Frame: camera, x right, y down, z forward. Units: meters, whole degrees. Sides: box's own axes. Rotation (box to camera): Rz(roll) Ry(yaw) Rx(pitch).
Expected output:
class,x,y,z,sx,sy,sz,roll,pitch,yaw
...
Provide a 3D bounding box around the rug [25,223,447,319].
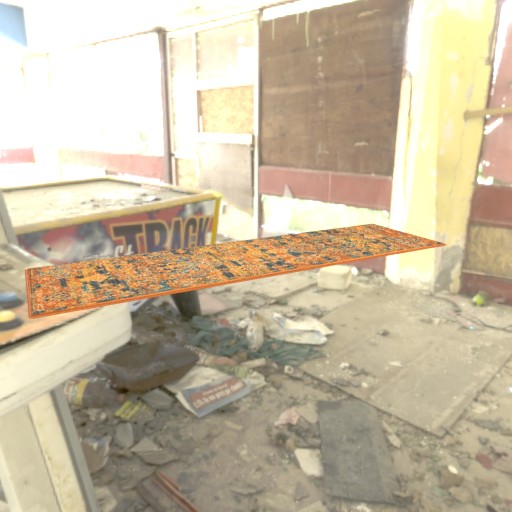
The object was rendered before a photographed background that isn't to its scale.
class,x,y,z,sx,sy,sz,roll,pitch,yaw
rug,0.000,0.000,2.449,2.274,0.016,0.651,-9,19,-27
